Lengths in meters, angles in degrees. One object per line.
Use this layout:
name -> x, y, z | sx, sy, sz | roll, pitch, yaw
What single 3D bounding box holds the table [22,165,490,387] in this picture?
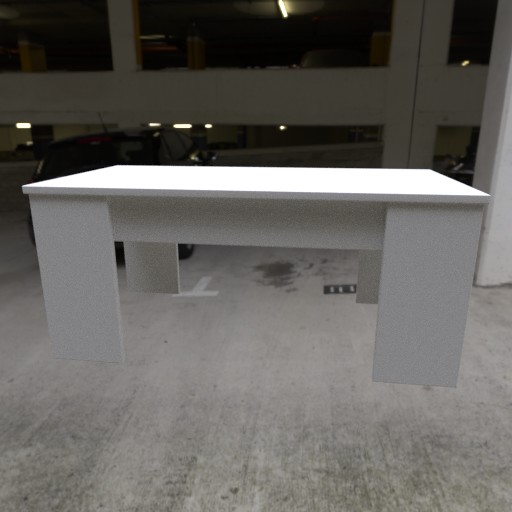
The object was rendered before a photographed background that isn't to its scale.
table -> 0.000, 0.000, 1.237 | 1.000, 0.440, 0.500 | 2, 17, 7
